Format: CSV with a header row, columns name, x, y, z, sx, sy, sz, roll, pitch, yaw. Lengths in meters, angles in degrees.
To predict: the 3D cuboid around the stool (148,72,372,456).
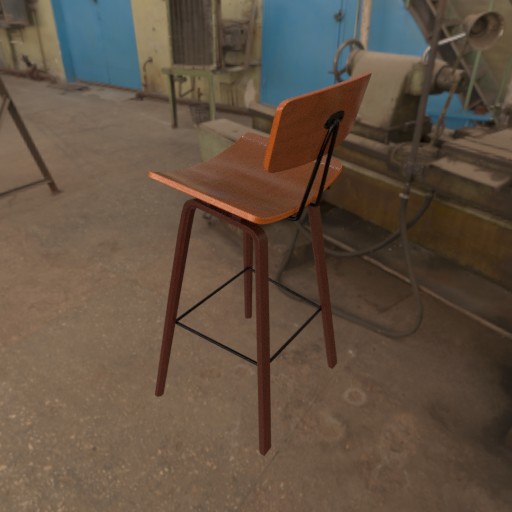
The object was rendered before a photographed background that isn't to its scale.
name,x,y,z,sx,sy,sz,roll,pitch,yaw
stool,0.000,0.000,1.243,0.440,0.969,0.509,21,38,30
